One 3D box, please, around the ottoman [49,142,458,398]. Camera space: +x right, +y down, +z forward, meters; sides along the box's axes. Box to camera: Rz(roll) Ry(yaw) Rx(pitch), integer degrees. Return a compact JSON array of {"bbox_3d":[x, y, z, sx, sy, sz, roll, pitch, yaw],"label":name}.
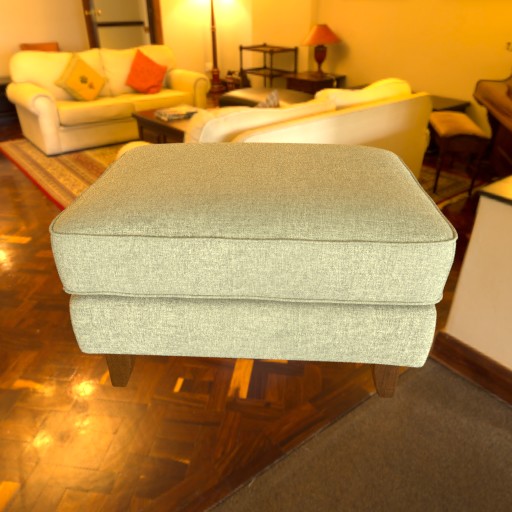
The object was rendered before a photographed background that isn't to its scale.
[{"bbox_3d":[0.000,0.000,1.292,0.889,0.561,0.661,1,30,3],"label":"ottoman"}]
